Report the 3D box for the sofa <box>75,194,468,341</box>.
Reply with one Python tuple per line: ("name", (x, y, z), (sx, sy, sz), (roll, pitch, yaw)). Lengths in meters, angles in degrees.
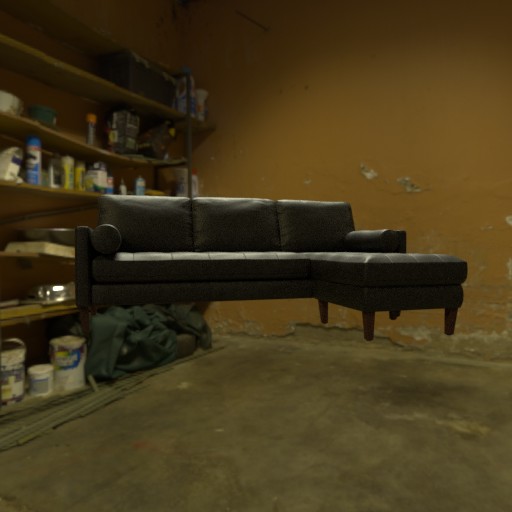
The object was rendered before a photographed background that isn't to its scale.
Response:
("sofa", (0.000, 0.000, 2.869), (2.178, 0.876, 1.497), (0, 1, -17))
